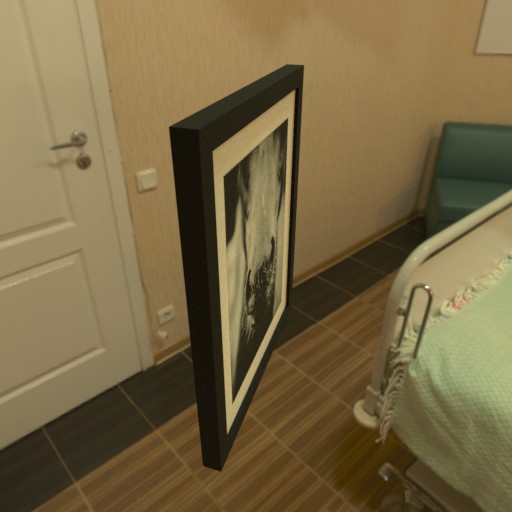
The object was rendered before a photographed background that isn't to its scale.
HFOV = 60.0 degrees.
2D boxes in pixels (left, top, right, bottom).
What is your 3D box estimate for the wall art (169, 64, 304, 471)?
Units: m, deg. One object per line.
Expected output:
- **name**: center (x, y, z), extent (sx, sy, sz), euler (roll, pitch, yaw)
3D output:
- **wall art**: center (0.000, 0.000, 0.772), extent (0.033, 0.559, 0.457), euler (10, 32, 16)
